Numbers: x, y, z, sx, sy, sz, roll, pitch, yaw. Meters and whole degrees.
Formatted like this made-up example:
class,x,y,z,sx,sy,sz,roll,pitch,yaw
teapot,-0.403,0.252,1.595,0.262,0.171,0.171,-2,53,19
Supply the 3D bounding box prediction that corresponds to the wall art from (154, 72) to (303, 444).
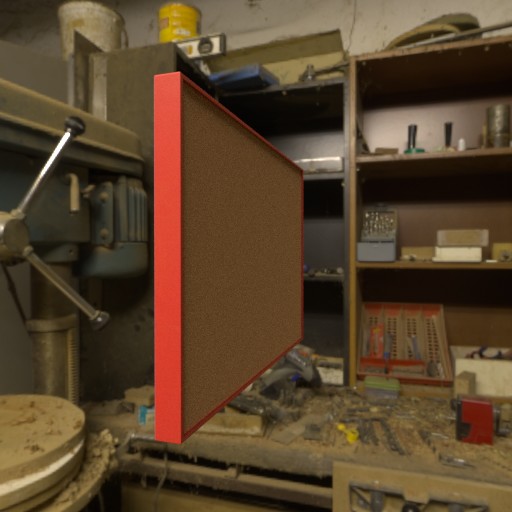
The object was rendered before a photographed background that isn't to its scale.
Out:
class,x,y,z,sx,sy,sz,roll,pitch,yaw
wall art,0.000,0.000,0.773,0.033,0.405,0.607,0,1,19
